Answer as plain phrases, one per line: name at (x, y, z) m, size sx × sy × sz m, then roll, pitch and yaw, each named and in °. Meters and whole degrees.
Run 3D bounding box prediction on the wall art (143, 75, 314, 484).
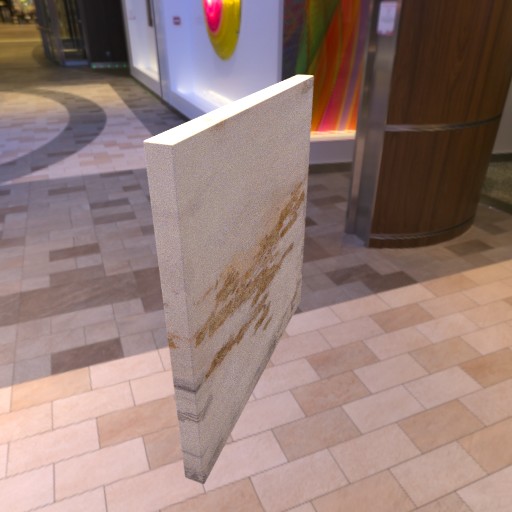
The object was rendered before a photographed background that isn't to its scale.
wall art at (0.000, 0.000, 0.898) m, size 0.040 × 0.613 × 0.611 m, roll 11°, pitch 31°, yaw 19°
